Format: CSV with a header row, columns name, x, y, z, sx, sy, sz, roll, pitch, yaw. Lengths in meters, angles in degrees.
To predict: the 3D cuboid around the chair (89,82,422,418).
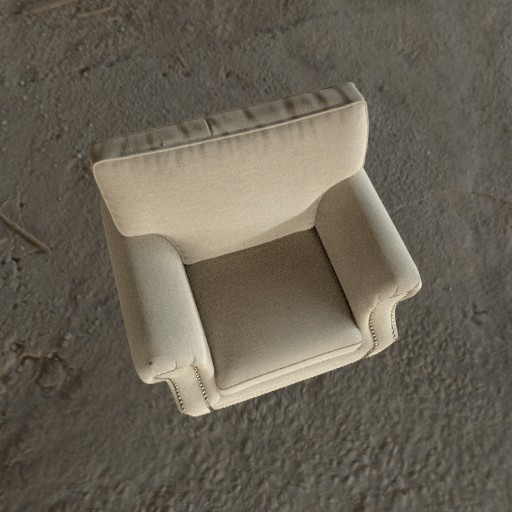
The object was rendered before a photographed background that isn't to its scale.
name,x,y,z,sx,sy,sz,roll,pitch,yaw
chair,0.000,0.000,1.805,1.092,0.961,0.965,-17,66,-8
